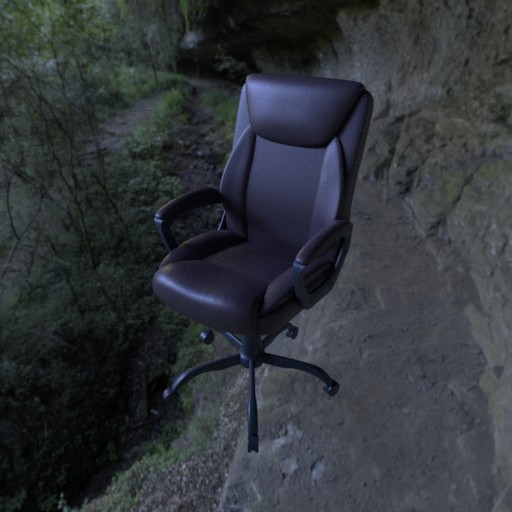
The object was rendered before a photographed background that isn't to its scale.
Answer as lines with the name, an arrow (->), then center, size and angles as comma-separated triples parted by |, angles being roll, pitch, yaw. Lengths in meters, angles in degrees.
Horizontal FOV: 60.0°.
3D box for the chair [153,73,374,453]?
chair -> 0.000, 0.000, 1.480 | 0.615, 1.072, 0.655 | 18, 34, 29
